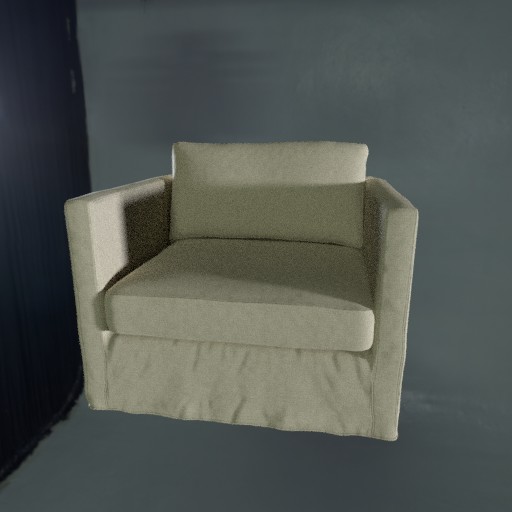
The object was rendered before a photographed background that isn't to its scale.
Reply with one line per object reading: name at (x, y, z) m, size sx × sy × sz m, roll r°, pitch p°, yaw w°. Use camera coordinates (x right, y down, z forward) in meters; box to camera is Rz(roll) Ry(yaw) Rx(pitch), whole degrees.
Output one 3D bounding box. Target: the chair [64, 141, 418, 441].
chair at (0.000, 0.000, 1.744) m, size 1.057 × 0.867 × 0.949 m, roll 3°, pitch 16°, yaw 9°
